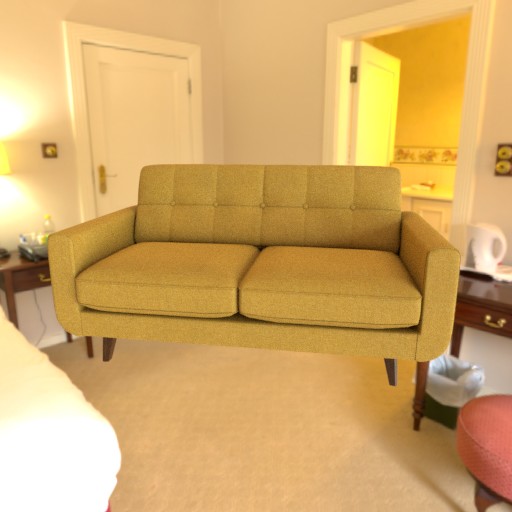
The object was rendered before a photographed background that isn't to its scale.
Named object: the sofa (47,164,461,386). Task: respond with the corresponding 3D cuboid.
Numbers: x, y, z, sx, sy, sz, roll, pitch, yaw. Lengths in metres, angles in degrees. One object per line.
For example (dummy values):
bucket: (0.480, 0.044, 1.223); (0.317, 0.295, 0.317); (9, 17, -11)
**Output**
sofa: (0.000, 0.000, 2.146); (1.631, 0.841, 0.909); (2, 15, 9)
